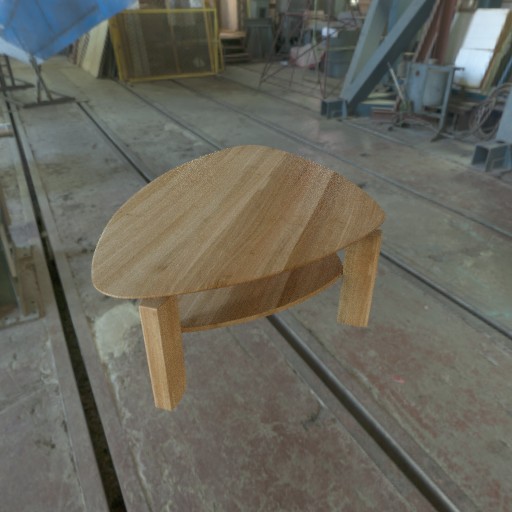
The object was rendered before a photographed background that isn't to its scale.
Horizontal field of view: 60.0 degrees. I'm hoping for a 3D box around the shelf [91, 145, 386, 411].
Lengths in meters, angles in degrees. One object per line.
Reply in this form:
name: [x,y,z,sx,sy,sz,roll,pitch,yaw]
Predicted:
shelf: [0.000,0.000,1.633,0.863,0.439,1.240,9,32,14]
